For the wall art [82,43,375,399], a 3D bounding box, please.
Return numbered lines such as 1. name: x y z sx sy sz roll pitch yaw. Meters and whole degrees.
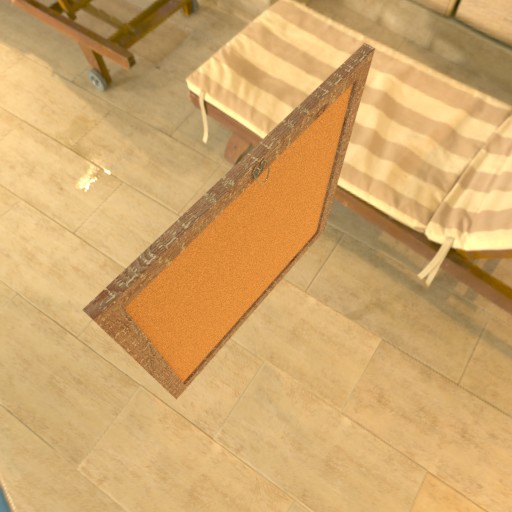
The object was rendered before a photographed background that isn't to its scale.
1. wall art: 0.000 0.000 0.563 0.022 0.380 0.380 37 69 16
